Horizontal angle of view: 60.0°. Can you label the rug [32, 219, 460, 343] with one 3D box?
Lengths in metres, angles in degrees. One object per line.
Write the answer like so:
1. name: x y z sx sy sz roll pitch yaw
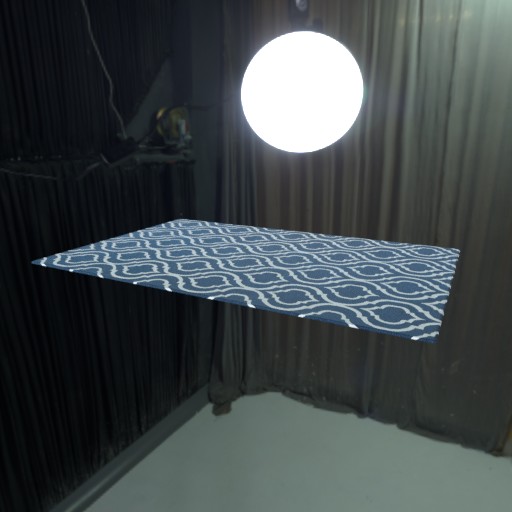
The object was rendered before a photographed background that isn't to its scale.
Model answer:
1. rug: 0.000 0.000 2.152 1.753 0.010 1.143 8 18 26
